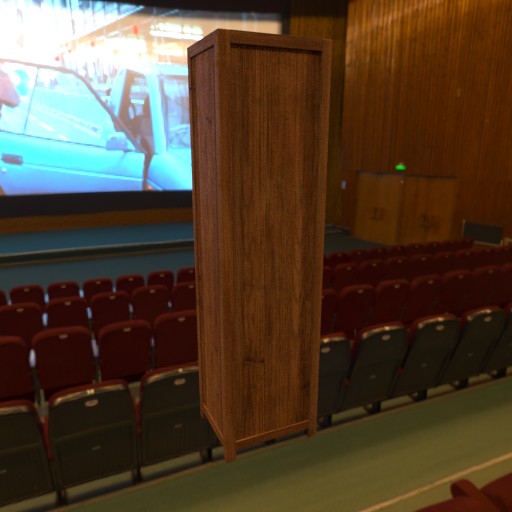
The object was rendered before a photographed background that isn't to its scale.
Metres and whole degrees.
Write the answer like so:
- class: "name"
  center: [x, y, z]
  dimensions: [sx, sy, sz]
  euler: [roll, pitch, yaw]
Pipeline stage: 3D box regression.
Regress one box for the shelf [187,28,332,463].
- class: "shelf"
  center: [0.000, 0.000, 2.167]
  dimensions: [0.500, 1.900, 0.428]
  euler: [-7, 17, -23]
